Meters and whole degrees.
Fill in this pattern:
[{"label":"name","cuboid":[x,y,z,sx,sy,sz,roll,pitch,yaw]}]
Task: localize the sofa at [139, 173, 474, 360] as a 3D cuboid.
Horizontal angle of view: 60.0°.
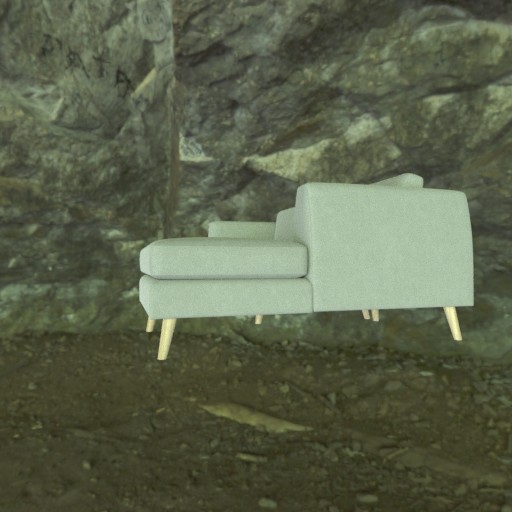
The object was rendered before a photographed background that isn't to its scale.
[{"label":"sofa","cuboid":[0.000,0.000,3.043,1.580,0.860,2.300,0,-1,-17]}]
